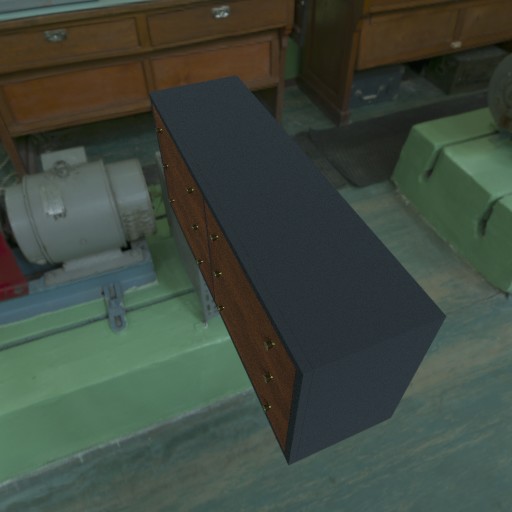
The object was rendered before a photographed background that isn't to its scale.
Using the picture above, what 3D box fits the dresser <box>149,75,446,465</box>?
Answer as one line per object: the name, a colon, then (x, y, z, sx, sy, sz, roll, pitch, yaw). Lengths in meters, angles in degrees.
dresser: (0.000, 0.000, 1.952, 0.463, 0.872, 1.558, -18, 50, -16)
